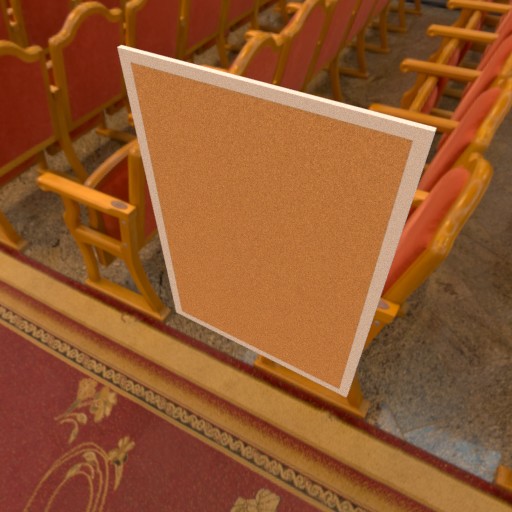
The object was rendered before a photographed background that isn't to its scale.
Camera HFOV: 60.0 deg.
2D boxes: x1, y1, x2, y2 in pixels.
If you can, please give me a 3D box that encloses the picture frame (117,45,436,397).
[{"bbox_3d":[0.000,0.000,1.161,0.659,0.940,0.013,23,51,20],"label":"picture frame"}]
